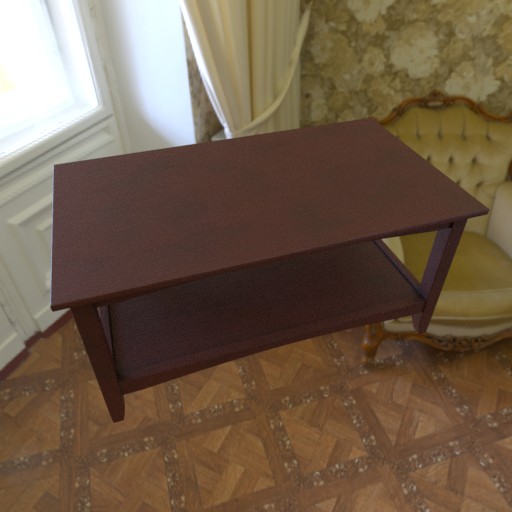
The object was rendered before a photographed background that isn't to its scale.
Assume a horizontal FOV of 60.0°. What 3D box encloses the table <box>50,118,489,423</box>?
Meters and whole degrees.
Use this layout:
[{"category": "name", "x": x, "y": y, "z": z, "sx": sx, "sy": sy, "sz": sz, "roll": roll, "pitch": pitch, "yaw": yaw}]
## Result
[{"category": "table", "x": 0.000, "y": 0.000, "z": 1.231, "sx": 0.943, "sy": 0.456, "sz": 0.533, "roll": -12, "pitch": 42, "yaw": -14}]
